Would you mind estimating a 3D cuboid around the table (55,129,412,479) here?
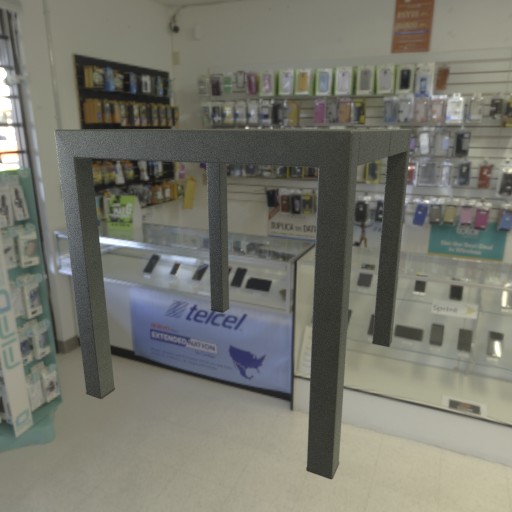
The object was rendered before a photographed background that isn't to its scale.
[{"bbox_3d":[0.000,0.000,0.924,0.508,0.508,0.508,8,18,25],"label":"table"}]
